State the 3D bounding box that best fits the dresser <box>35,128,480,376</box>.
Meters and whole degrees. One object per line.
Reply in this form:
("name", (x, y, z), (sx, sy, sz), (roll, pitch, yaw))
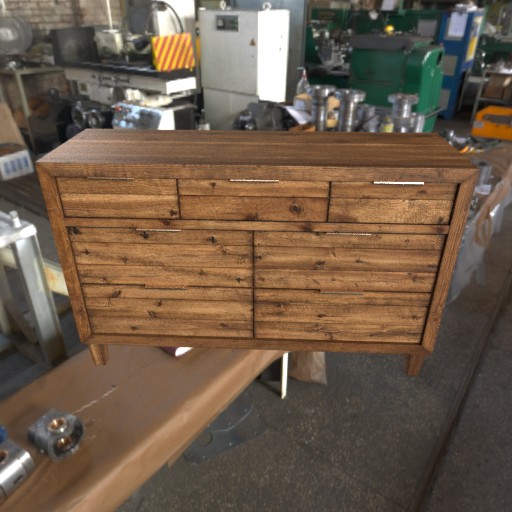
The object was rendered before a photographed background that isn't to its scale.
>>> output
("dresser", (0.000, 0.000, 1.784), (1.387, 0.892, 0.438), (1, 30, 2))
